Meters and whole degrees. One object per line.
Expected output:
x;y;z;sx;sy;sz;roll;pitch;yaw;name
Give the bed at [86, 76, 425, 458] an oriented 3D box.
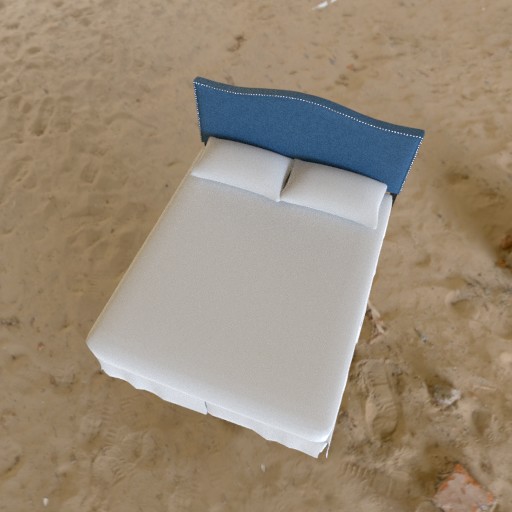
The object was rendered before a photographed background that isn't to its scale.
0.000;0.000;2.878;1.610;1.169;1.872;17;59;11;bed
